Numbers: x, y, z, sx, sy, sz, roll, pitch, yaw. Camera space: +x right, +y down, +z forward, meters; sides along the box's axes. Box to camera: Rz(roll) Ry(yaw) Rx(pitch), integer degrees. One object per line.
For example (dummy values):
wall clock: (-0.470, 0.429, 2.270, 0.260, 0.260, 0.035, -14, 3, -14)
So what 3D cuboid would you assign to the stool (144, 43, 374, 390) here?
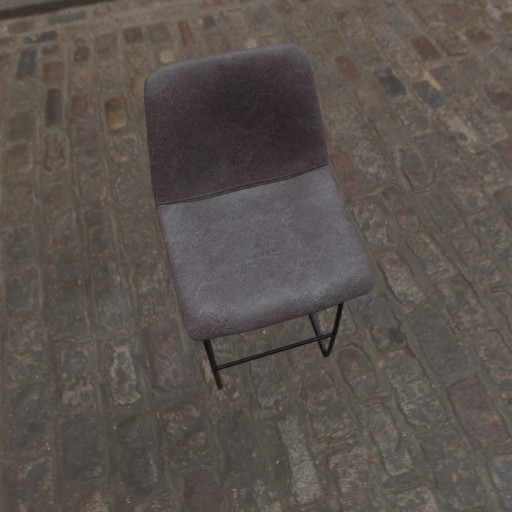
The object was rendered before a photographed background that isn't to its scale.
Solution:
stool: (0.000, 0.000, 1.399, 0.514, 1.082, 0.561, -15, 63, -8)
